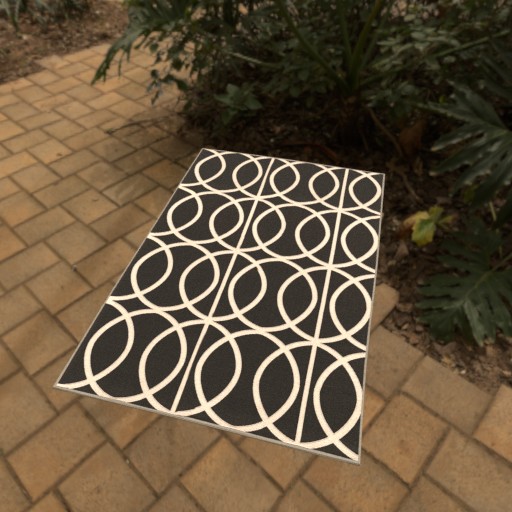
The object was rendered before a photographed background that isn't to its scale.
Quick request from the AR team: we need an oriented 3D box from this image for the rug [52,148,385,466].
[{"bbox_3d":[0.000,0.000,2.855,1.528,0.014,2.294,10,46,10],"label":"rug"}]
